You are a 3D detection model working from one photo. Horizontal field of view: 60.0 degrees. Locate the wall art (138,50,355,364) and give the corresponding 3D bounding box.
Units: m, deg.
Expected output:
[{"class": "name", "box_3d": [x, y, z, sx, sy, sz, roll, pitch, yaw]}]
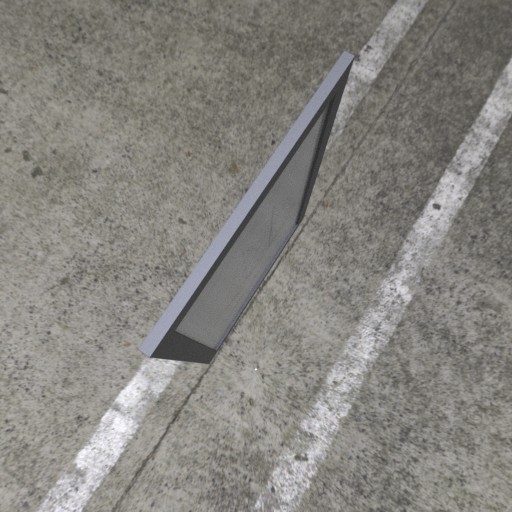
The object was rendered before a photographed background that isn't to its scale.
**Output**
[{"class": "wall art", "box_3d": [0.000, 0.000, 0.701, 0.013, 0.534, 0.380, 32, 78, 8]}]
